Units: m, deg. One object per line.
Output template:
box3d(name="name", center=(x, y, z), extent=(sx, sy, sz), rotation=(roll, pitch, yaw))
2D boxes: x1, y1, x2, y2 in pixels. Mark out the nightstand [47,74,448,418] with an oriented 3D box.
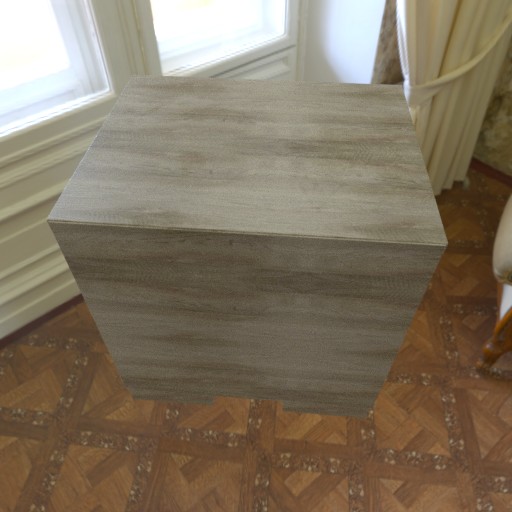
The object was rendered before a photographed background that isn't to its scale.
box3d(name="nightstand", center=(0.000, 0.000, 0.748), extent=(0.427, 0.448, 0.347), rotation=(4, 47, 3))
